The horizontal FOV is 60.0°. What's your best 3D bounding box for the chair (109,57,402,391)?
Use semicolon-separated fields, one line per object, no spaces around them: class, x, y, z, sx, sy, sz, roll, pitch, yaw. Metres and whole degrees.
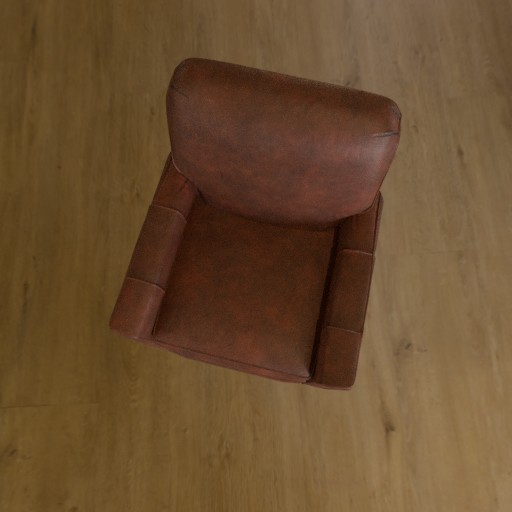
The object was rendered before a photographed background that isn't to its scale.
chair;0.000;0.000;1.653;0.843;1.043;0.836;13;75;4
